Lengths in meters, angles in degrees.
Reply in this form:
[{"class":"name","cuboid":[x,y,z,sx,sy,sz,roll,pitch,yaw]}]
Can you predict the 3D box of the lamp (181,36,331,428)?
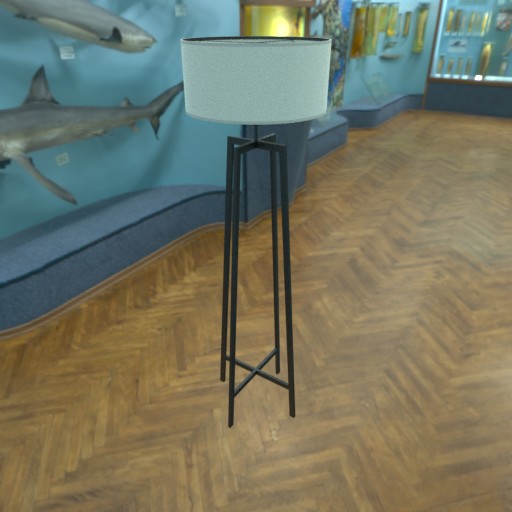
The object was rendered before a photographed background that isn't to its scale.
[{"class":"lamp","cuboid":[0.000,0.000,1.717,0.456,1.510,0.457,18,33,29]}]
